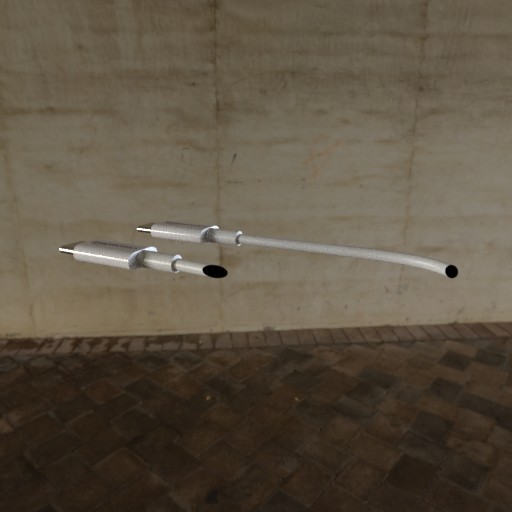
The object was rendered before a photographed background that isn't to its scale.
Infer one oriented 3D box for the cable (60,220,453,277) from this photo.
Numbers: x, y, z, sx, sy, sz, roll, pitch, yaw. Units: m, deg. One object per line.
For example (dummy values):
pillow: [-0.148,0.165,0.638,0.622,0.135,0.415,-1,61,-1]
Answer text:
cable: [0.000,0.000,0.113,0.098,0.005,0.041,8,17,27]
